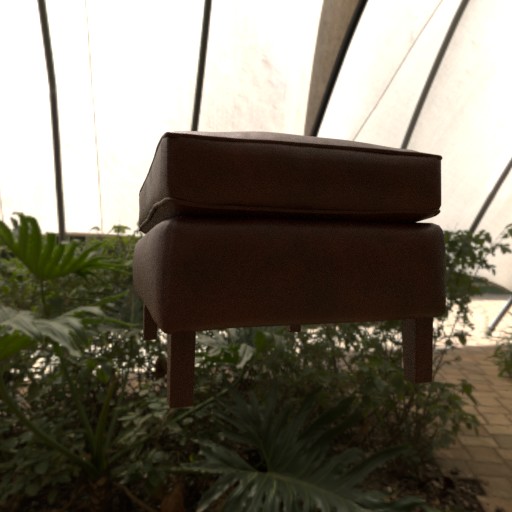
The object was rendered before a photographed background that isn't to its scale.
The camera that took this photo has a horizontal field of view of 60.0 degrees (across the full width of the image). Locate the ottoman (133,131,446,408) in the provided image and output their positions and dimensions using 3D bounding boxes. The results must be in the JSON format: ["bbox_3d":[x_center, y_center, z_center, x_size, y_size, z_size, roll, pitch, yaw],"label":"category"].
[{"bbox_3d":[0.000,0.000,0.959,0.501,0.432,0.665,0,-1,-18],"label":"ottoman"}]
